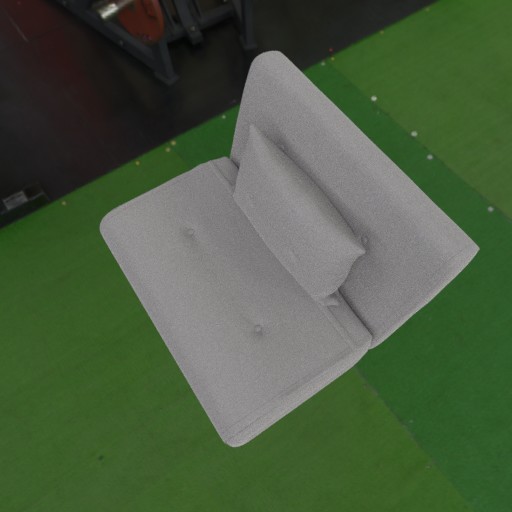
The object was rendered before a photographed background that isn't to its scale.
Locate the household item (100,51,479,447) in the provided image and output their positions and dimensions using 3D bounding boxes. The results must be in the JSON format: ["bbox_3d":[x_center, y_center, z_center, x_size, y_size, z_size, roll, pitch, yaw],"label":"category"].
[{"bbox_3d":[0.000,0.000,1.634,0.874,0.800,1.000,-31,67,-15],"label":"household item"}]
